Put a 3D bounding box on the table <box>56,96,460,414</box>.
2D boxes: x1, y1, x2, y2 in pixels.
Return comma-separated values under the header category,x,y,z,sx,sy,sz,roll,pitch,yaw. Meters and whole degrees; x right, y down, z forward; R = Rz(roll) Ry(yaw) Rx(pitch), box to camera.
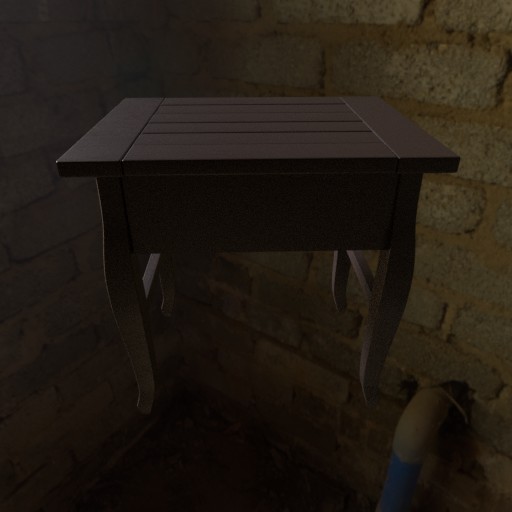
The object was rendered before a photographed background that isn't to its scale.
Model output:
category,x,y,z,sx,sy,sz,roll,pitch,yaw
table,0.000,0.000,1.007,0.602,0.605,0.460,-1,31,-2
